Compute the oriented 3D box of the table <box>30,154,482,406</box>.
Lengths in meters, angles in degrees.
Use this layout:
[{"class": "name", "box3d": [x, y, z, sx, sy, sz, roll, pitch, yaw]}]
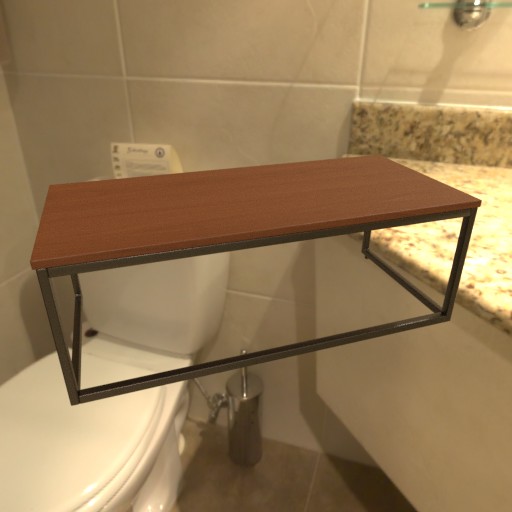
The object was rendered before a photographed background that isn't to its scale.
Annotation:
[{"class": "table", "box3d": [0.000, 0.000, 1.324, 1.100, 0.400, 0.500, -9, 29, -16]}]
